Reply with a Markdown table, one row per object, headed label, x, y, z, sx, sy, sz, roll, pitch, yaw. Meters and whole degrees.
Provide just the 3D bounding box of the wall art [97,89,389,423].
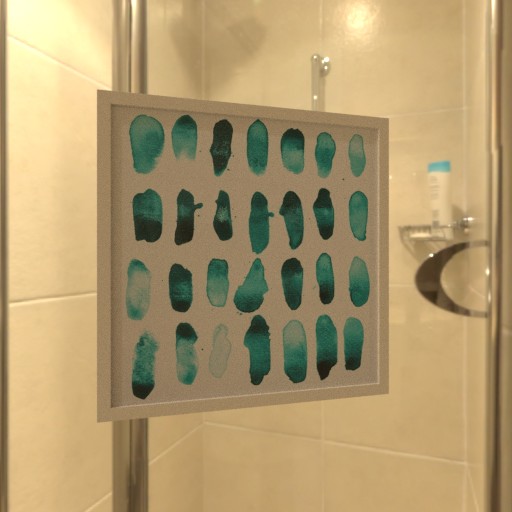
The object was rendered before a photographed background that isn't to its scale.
| label | x | y | z | sx | sy | sz | roll | pitch | yaw |
| --- | --- | --- | --- | --- | --- | --- | --- | --- | --- |
| wall art | 0.000 | 0.000 | 0.675 | 0.456 | 0.457 | 0.009 | 0 | 0 | -16 |
